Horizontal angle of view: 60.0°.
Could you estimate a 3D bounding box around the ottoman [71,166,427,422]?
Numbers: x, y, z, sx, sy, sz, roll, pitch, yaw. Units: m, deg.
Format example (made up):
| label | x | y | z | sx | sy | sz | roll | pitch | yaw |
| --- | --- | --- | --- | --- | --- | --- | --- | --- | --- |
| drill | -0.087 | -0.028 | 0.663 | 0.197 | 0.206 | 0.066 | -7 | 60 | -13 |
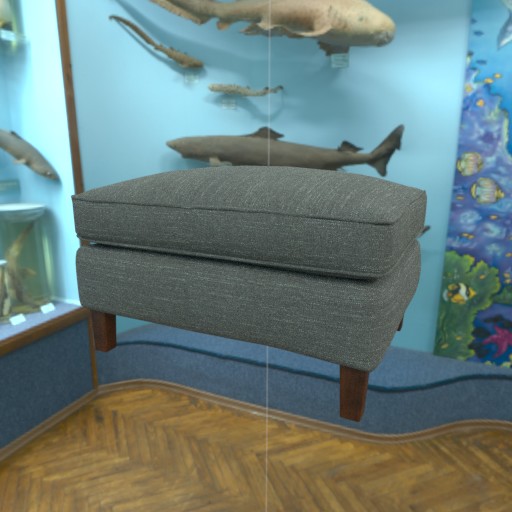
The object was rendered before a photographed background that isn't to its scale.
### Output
| label | x | y | z | sx | sy | sz | roll | pitch | yaw |
| --- | --- | --- | --- | --- | --- | --- | --- | --- | --- |
| ottoman | 0.000 | 0.000 | 1.022 | 0.686 | 0.406 | 0.508 | 7 | 16 | 26 |
